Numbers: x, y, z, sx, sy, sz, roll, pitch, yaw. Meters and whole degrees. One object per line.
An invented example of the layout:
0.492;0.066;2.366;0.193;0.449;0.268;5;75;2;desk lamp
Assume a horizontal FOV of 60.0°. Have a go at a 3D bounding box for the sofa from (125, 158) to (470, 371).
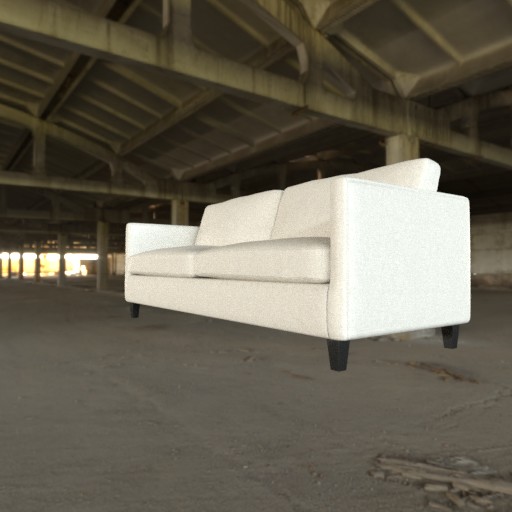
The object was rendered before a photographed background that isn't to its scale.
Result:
0.000;0.000;2.931;0.948;0.965;2.434;1;-2;-36;sofa
